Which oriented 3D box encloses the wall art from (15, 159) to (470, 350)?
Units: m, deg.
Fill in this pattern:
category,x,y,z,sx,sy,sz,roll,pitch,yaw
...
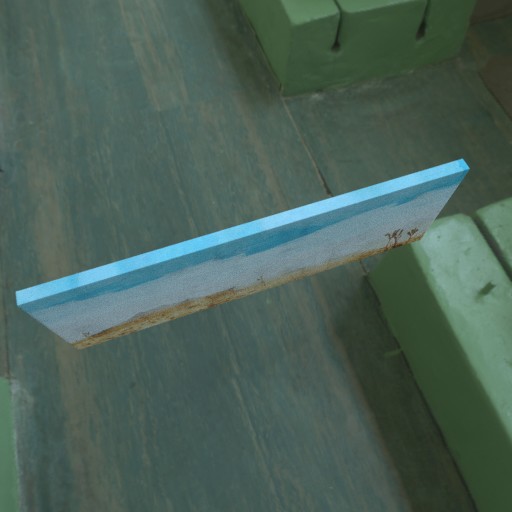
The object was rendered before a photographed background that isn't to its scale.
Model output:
category,x,y,z,sx,sy,sz,roll,pitch,yaw
wall art,0.000,0.000,0.824,0.759,0.254,0.044,-17,65,-8
